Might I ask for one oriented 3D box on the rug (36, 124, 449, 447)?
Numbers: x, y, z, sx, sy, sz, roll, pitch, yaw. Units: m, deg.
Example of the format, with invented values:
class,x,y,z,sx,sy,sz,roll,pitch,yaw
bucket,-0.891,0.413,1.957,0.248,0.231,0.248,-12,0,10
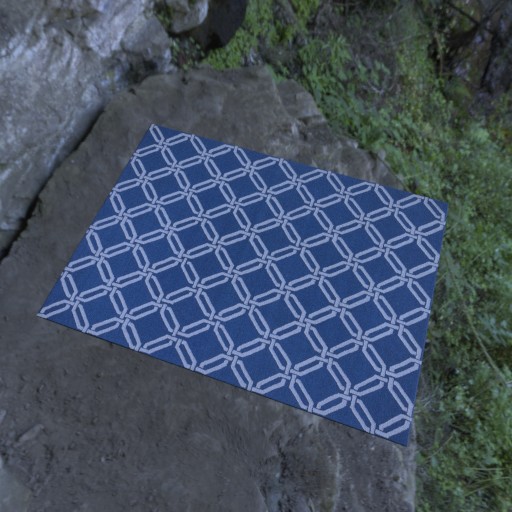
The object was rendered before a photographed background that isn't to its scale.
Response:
class,x,y,z,sx,sy,sz,roll,pitch,yaw
rug,0.000,0.000,4.258,3.342,0.018,2.432,17,64,9
